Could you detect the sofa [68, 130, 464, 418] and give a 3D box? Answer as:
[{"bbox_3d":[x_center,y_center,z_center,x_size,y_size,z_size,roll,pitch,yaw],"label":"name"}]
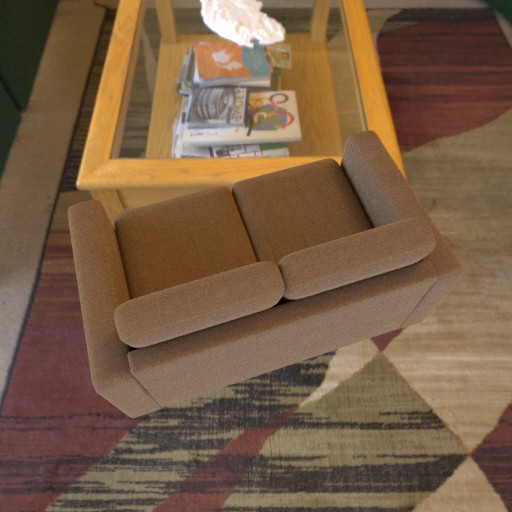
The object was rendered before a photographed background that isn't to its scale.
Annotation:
[{"bbox_3d":[0.000,0.000,2.041,1.520,0.800,0.900,-16,61,-9],"label":"sofa"}]
